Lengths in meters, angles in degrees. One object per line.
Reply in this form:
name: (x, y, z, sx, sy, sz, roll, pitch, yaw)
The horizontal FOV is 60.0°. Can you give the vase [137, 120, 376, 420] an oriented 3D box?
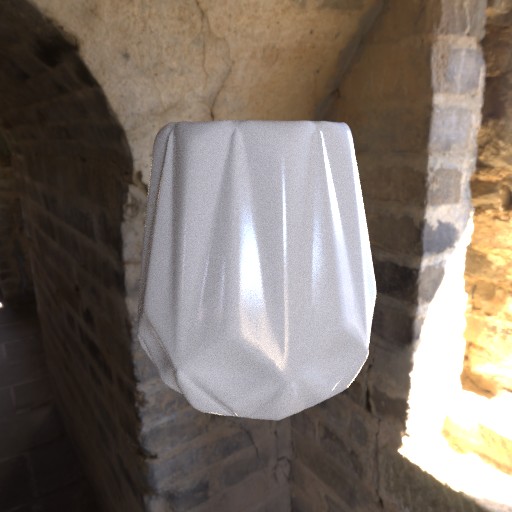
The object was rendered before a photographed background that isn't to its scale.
vase: (0.000, 0.000, 0.263, 0.141, 0.152, 0.141, 0, 15, 0)
